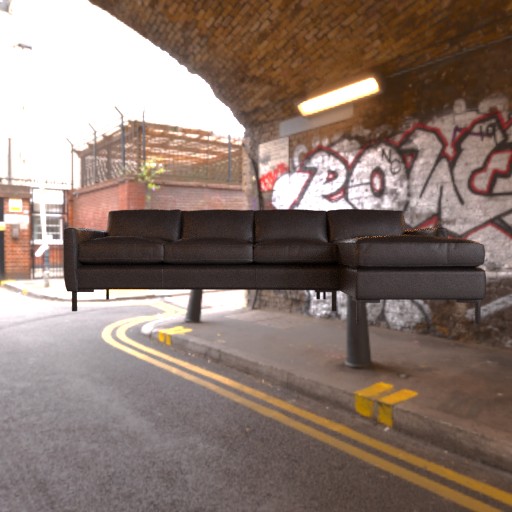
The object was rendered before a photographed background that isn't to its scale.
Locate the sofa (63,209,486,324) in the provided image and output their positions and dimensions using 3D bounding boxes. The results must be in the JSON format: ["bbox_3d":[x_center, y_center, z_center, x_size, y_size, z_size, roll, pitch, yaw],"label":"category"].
[{"bbox_3d":[0.000,0.000,3.557,2.993,0.859,1.471,0,1,0],"label":"sofa"}]
